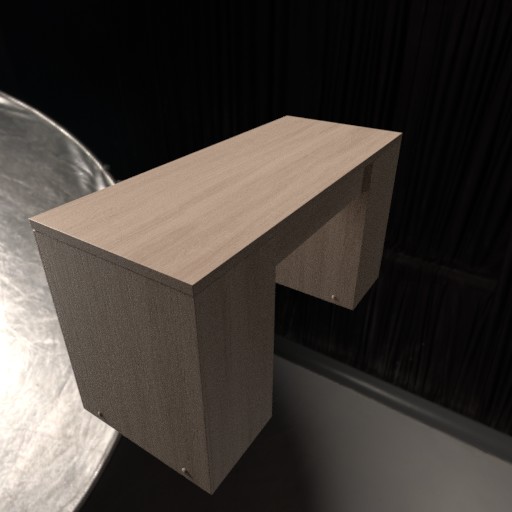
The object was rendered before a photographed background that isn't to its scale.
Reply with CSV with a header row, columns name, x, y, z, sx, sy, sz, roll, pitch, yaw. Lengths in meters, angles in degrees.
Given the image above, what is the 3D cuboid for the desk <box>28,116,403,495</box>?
name,x,y,z,sx,sy,sz,roll,pitch,yaw
desk,0.000,0.000,1.740,0.600,0.740,1.390,19,35,28
